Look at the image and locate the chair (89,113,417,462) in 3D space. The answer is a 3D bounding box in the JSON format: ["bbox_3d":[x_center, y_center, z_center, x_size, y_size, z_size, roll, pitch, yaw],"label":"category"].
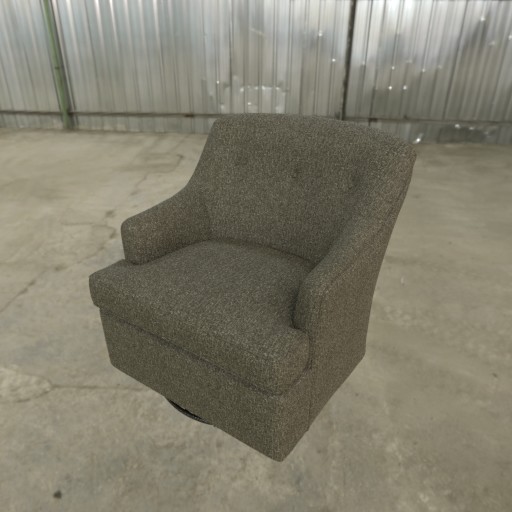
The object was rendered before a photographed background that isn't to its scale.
[{"bbox_3d":[0.000,0.000,1.617,0.864,0.856,0.923,18,33,30],"label":"chair"}]
